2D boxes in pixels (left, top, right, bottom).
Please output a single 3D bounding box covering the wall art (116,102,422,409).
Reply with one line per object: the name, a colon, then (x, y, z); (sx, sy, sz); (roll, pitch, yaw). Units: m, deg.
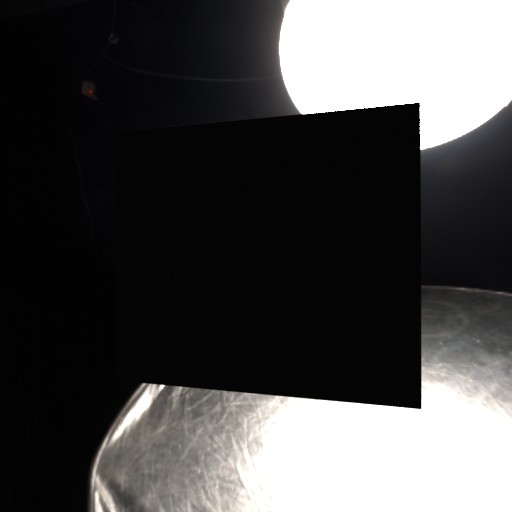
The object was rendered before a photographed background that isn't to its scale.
wall art: (0.000, 0.000, 0.547); (0.381, 0.330, 0.031); (0, -1, 17)
